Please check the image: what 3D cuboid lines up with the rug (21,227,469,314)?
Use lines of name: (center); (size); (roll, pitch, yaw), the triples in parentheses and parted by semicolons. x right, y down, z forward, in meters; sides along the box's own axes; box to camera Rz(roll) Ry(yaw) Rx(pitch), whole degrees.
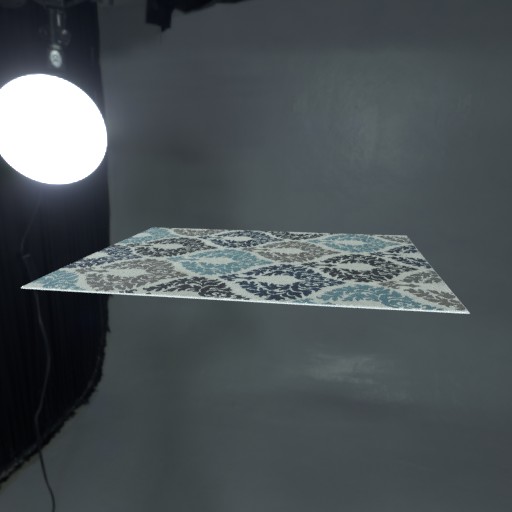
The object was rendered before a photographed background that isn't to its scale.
rug: (0.000, 0.000, 4.091); (3.040, 0.014, 2.423); (2, 14, 9)
